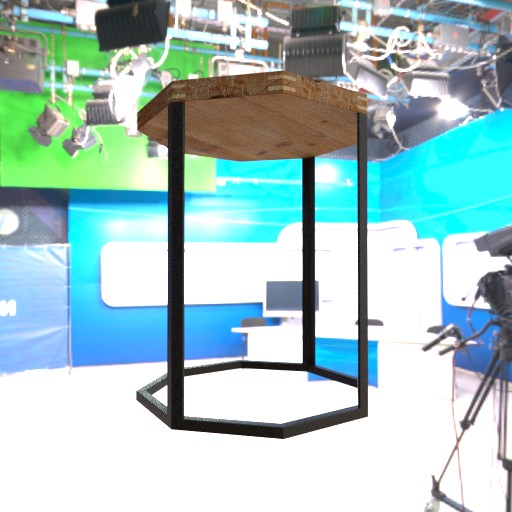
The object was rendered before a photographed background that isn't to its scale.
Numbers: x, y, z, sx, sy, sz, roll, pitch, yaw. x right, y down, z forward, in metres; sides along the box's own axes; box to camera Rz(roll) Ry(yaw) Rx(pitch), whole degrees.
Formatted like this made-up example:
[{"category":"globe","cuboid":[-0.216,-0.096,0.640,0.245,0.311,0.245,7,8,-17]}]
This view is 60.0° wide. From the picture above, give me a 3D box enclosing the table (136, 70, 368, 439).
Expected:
[{"category":"table","cuboid":[0.000,0.000,0.877,0.458,0.543,0.458,-1,-1,35]}]
